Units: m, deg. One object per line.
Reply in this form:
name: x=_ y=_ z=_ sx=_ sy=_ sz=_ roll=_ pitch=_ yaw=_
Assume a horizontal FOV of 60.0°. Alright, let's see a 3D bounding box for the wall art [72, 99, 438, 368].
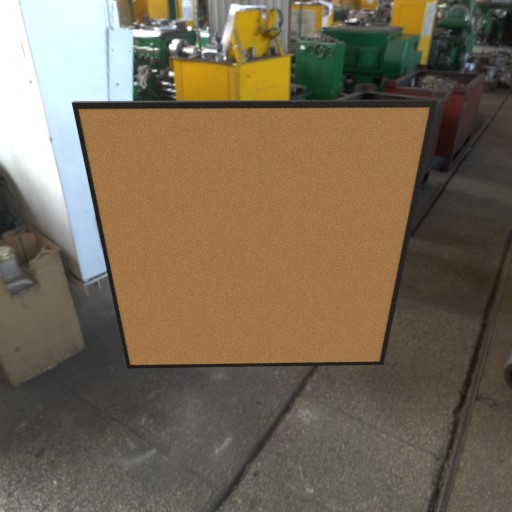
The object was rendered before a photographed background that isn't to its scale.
wall art: x=0.000 y=0.000 z=0.982 sx=0.664 sy=0.663 sz=0.015 roll=-1 pitch=31 yaw=-1
